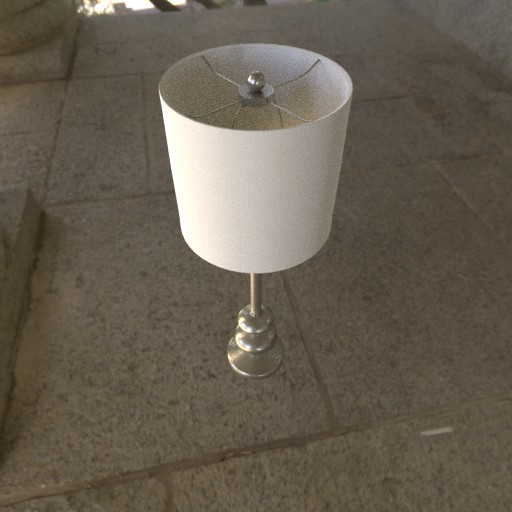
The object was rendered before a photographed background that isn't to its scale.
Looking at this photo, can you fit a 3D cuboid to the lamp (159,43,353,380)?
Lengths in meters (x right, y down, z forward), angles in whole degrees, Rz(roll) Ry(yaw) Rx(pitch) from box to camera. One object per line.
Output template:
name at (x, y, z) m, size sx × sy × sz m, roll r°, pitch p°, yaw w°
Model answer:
lamp at (0.000, 0.000, 0.823) m, size 0.254 × 0.690 × 0.254 m, roll -32°, pitch 54°, yaw -27°
